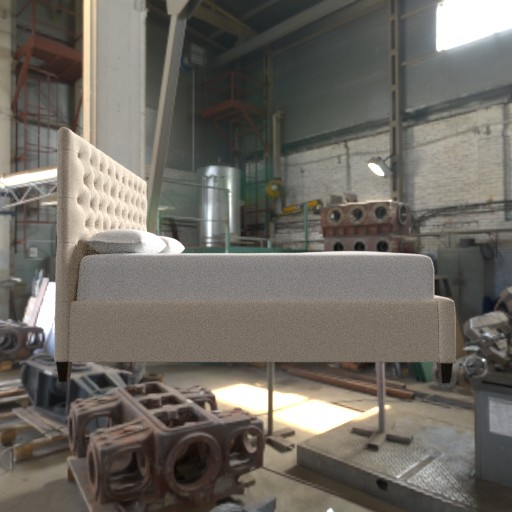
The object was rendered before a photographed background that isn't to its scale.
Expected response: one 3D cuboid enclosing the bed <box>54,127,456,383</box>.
[{"bbox_3d":[0.000,0.000,3.283,2.233,1.426,1.696,0,-1,1],"label":"bed"}]
